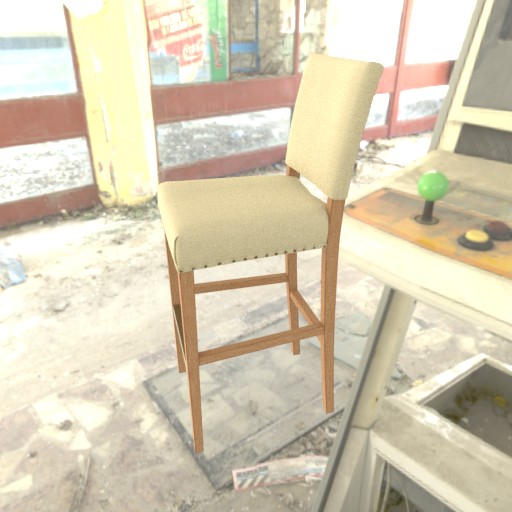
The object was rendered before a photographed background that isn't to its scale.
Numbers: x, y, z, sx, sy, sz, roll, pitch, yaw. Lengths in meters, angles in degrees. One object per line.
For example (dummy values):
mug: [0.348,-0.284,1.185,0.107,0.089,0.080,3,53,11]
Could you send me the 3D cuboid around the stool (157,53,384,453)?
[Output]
stool: [0.000,0.000,1.400,0.546,1.143,0.428,-8,29,-15]
